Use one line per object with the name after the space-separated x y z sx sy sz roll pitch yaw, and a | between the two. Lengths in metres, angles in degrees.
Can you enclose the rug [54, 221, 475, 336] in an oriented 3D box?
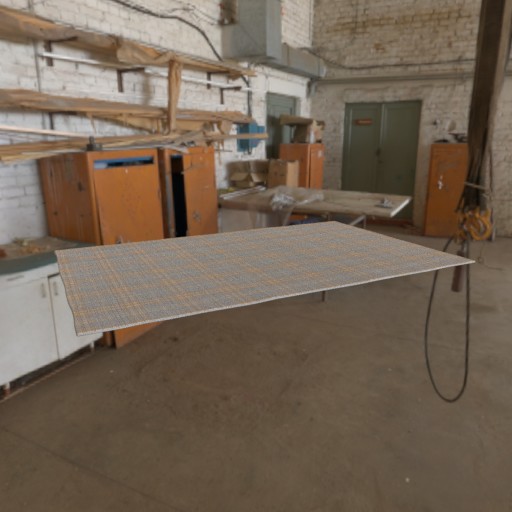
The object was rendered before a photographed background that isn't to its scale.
0.000 0.000 3.038 2.460 0.016 1.545 -8 17 -26 | rug
